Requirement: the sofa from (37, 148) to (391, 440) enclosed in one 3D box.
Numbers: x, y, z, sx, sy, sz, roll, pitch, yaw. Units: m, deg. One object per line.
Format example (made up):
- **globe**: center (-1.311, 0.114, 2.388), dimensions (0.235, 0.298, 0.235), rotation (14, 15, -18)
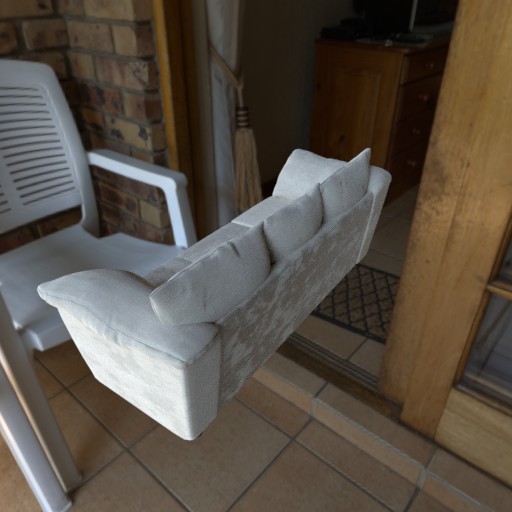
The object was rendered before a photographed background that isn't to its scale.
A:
- **sofa**: center (0.000, 0.000, 2.810), dimensions (0.893, 0.981, 2.377), rotation (21, 38, 29)
